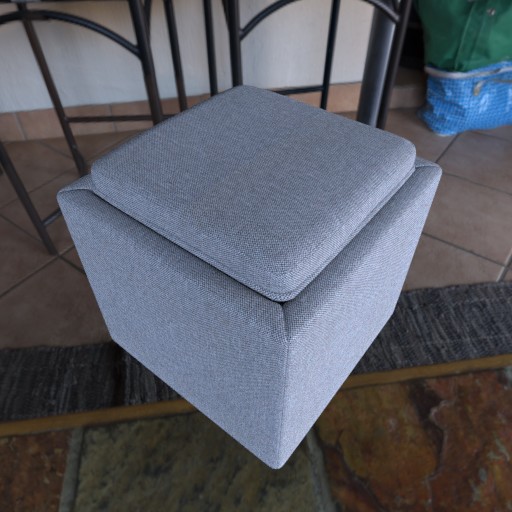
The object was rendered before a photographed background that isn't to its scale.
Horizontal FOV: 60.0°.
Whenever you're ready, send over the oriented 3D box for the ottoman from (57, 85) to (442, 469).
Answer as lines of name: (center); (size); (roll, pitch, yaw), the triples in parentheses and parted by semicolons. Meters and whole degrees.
ottoman: (0.000, 0.000, 0.826); (0.450, 0.460, 0.450); (29, 52, 26)
